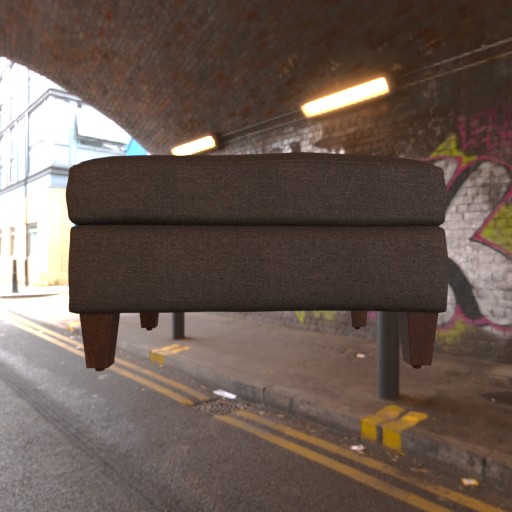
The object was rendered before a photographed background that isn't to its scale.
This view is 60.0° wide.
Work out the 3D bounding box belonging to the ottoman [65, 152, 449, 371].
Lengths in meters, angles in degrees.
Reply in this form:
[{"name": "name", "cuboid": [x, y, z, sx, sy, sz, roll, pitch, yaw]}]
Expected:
[{"name": "ottoman", "cuboid": [0.000, 0.000, 1.228, 0.826, 0.496, 0.639, 0, 0, -2]}]
